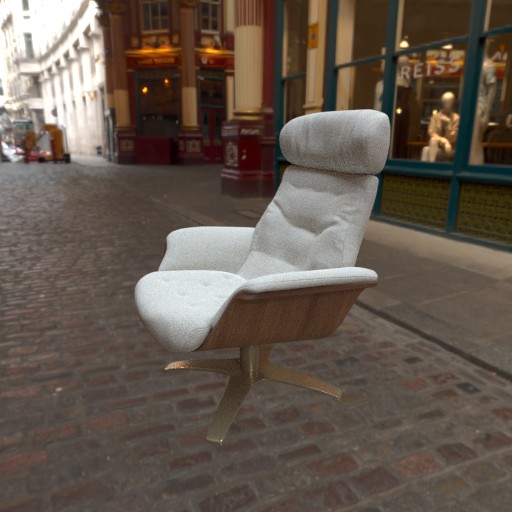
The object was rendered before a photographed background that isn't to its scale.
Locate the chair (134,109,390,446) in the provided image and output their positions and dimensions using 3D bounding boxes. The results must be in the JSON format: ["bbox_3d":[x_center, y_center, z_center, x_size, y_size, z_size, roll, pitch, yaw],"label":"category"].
[{"bbox_3d":[0.000,0.000,1.574,0.837,0.995,0.785,-8,18,-27],"label":"chair"}]
